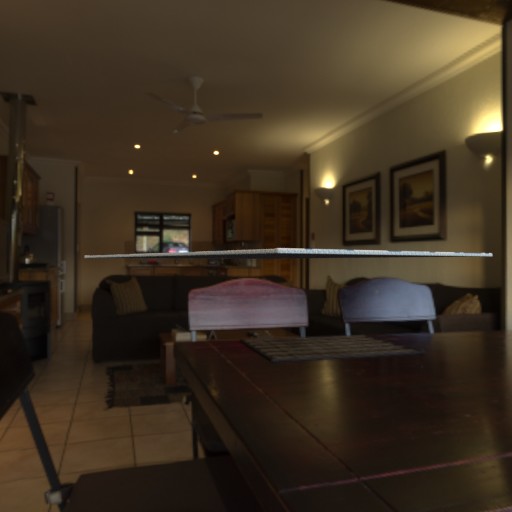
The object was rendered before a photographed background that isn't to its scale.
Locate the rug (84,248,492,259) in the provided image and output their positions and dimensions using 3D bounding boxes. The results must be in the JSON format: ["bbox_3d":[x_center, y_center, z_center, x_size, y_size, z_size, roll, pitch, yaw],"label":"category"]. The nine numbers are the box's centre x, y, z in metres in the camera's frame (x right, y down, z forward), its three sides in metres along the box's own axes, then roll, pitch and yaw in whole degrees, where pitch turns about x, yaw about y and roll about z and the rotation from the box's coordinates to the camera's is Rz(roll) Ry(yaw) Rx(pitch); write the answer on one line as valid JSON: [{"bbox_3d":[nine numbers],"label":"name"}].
[{"bbox_3d":[0.000,0.000,2.309,1.235,0.014,1.829,1,-1,-37],"label":"rug"}]
